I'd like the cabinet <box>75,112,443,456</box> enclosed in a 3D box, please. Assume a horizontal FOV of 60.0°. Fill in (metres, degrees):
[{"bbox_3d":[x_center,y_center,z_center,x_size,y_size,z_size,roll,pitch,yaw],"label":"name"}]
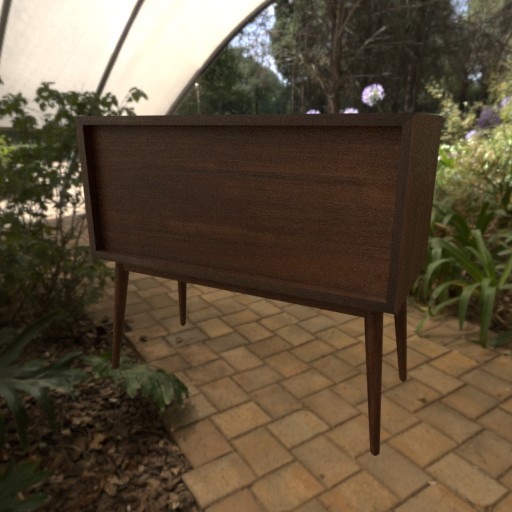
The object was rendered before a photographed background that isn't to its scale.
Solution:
[{"bbox_3d":[0.000,0.000,1.086,0.743,0.654,0.354,9,19,27],"label":"cabinet"}]
